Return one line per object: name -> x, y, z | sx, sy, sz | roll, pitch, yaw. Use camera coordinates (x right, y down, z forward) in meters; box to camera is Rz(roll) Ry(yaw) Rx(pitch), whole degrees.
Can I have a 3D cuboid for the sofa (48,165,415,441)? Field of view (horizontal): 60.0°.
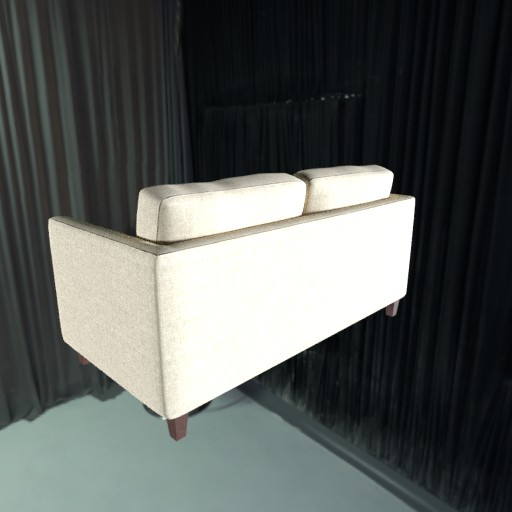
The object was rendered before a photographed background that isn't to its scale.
sofa -> 0.000, 0.000, 2.461 | 0.950, 0.963, 1.884 | 15, 22, 43
